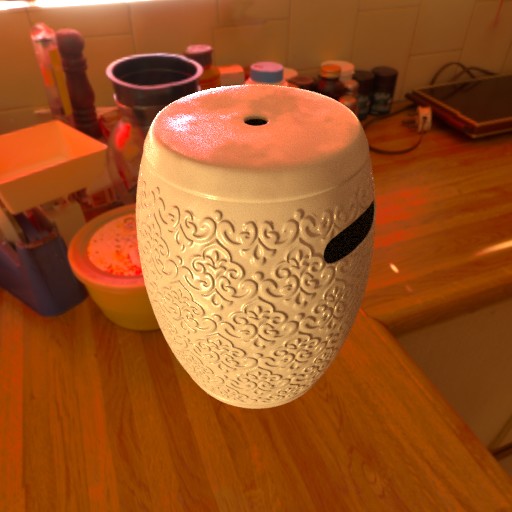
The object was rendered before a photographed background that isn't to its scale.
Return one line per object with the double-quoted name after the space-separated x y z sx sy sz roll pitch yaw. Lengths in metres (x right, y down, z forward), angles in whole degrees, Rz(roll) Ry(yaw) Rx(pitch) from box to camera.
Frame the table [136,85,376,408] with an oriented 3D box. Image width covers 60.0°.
0.000 0.000 0.618 0.309 0.397 0.309 0 40 0 "table"
